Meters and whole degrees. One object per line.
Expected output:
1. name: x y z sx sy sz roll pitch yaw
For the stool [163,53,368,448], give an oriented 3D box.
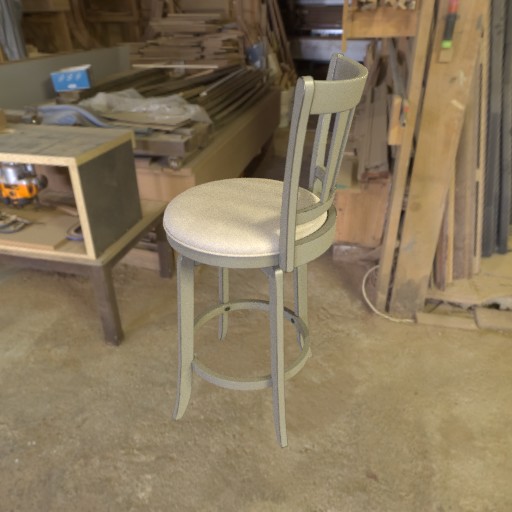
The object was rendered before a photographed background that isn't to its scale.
1. stool: 0.000 0.000 1.224 0.486 0.994 0.450 9 31 15
